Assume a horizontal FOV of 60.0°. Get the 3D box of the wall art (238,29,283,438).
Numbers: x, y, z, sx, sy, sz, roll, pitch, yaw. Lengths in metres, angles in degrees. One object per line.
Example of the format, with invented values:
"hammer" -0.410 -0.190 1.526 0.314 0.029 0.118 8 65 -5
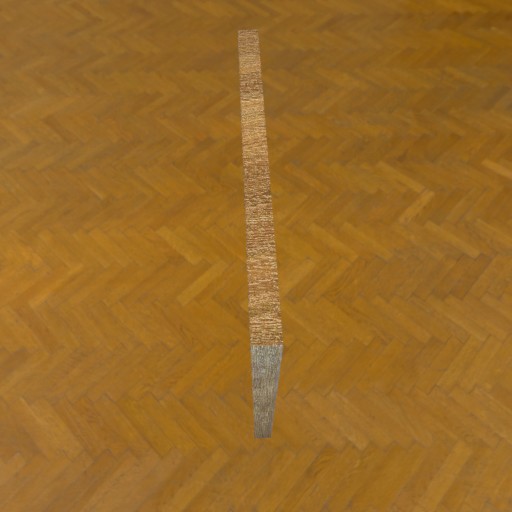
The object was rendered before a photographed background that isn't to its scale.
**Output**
"wall art" 0.000 0.000 0.913 0.042 0.608 0.611 -2 58 -1
